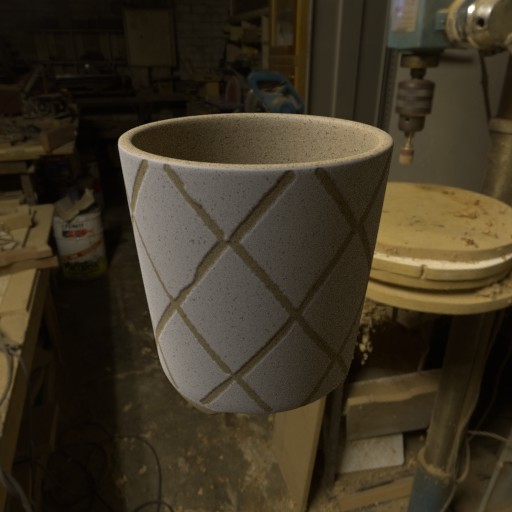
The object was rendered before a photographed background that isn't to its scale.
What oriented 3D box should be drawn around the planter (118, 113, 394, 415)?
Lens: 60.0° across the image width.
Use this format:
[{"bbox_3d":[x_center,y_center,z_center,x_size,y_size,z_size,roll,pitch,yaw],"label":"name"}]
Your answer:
[{"bbox_3d":[0.000,0.000,0.430,0.228,0.235,0.228,0,26,0],"label":"planter"}]
